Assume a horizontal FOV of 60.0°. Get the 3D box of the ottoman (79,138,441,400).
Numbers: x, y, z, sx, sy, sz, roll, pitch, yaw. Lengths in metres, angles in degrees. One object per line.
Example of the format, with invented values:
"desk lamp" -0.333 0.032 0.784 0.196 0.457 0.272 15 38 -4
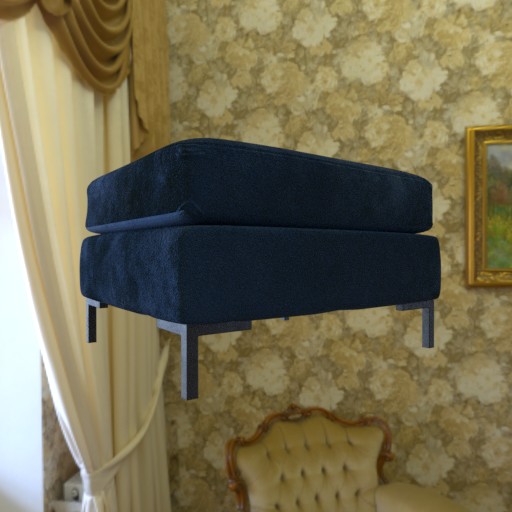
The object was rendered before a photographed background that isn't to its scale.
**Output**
"ottoman" 0.000 0.000 1.216 0.794 0.485 0.655 0 0 -36
